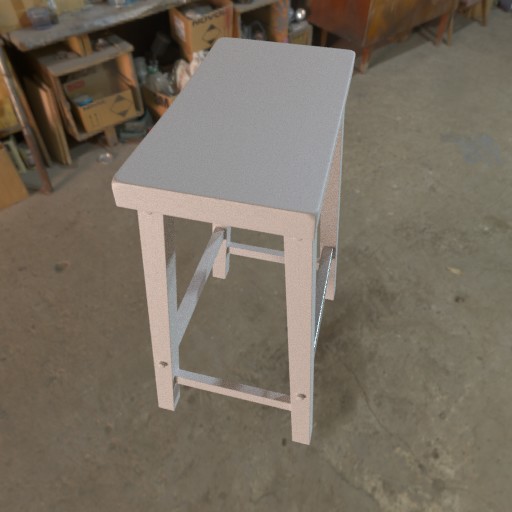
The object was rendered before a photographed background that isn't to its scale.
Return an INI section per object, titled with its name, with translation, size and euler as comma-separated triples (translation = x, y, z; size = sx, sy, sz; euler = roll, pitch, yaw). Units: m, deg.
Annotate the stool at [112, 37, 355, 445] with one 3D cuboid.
[stool]
translation = 0.000, 0.000, 0.822
size = 0.322, 0.610, 0.406
euler = 11, 48, 9
